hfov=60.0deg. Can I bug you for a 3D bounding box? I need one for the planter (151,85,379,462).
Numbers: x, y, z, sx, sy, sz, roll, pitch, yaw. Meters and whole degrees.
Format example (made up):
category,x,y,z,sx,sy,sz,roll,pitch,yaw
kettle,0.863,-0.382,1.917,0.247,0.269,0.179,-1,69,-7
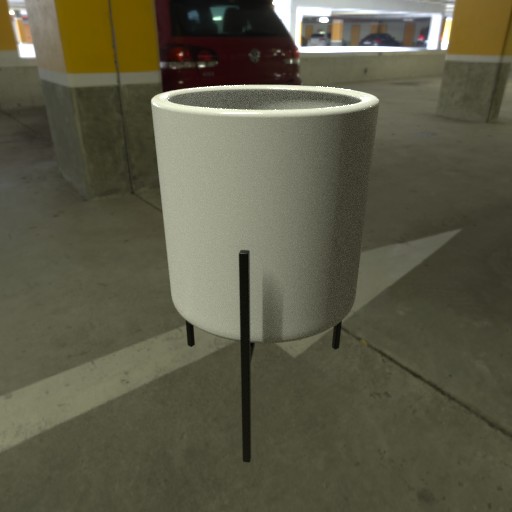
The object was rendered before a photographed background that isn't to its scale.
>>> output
category,x,y,z,sx,sy,sz,roll,pitch,yaw
planter,0.000,0.000,0.516,0.239,0.356,0.239,17,31,31
